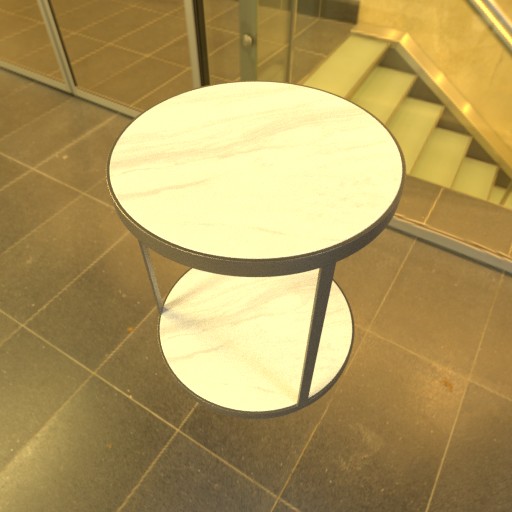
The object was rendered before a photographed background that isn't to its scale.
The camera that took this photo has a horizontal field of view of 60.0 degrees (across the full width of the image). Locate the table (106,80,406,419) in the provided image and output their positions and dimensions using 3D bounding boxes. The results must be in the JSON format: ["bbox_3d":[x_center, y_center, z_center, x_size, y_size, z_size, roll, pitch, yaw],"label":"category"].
[{"bbox_3d":[0.000,0.000,0.850,0.445,0.479,0.445,0,48,0],"label":"table"}]
